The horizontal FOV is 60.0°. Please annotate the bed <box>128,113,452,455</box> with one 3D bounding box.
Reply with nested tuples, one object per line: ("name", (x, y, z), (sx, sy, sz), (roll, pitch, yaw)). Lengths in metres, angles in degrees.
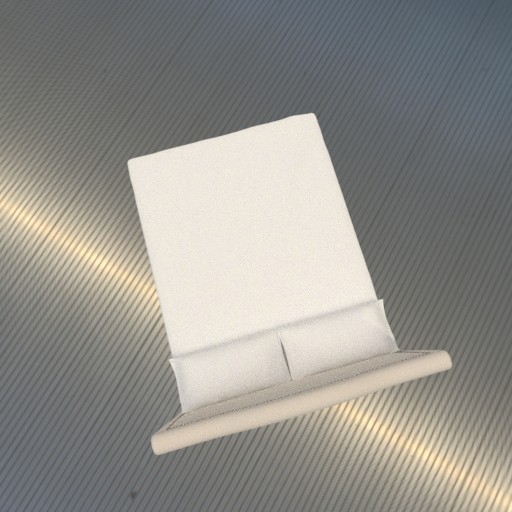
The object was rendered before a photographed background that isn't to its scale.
("bed", (0.000, 0.000, 3.298), (1.753, 1.460, 2.143), (-15, 78, -3))
